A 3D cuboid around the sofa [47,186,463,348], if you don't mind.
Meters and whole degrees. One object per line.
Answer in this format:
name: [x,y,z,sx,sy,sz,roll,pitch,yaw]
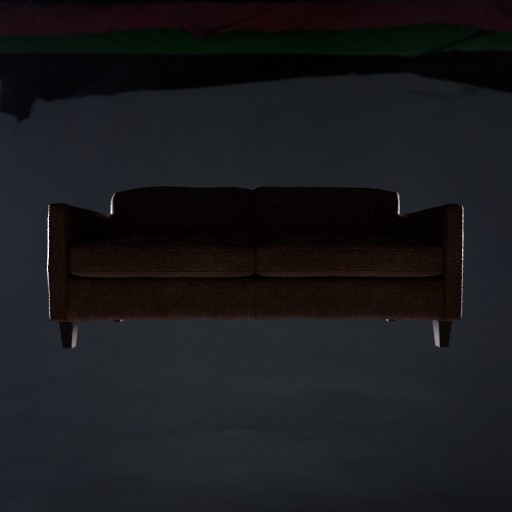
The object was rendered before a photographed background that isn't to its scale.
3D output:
sofa: [0.000,0.000,2.493,1.971,0.863,0.923,0,1,-1]
